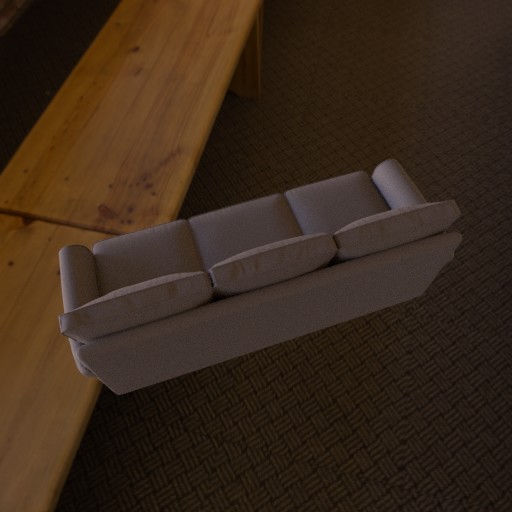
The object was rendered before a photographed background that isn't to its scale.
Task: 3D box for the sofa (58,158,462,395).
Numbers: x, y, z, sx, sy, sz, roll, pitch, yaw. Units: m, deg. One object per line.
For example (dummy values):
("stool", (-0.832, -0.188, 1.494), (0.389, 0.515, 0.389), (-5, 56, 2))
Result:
("sofa", (0.000, 0.000, 2.842), (2.353, 0.948, 0.966), (-16, 61, -10))
